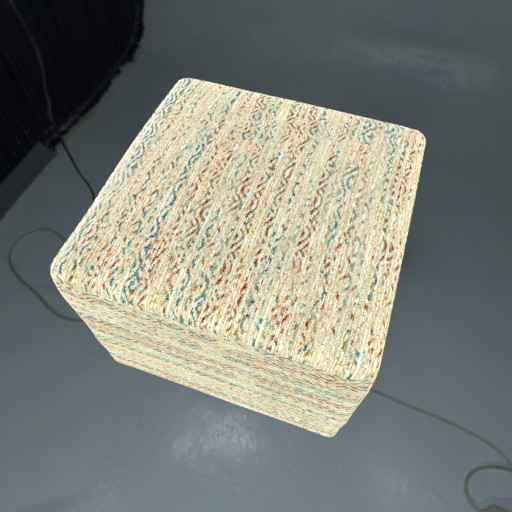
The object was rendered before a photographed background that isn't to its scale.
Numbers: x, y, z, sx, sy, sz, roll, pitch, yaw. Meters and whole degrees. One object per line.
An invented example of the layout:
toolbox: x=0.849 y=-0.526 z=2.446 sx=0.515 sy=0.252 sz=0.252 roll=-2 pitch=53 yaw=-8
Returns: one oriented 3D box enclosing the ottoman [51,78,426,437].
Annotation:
ottoman: x=0.000 y=0.000 z=0.913 sx=0.521 sy=0.453 sz=0.512 roll=16 pitch=60 yaw=10
